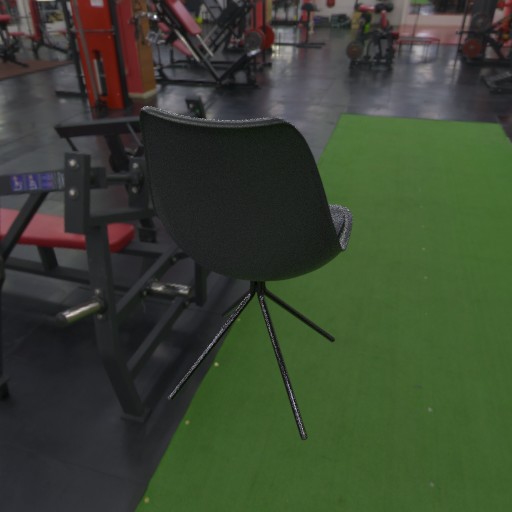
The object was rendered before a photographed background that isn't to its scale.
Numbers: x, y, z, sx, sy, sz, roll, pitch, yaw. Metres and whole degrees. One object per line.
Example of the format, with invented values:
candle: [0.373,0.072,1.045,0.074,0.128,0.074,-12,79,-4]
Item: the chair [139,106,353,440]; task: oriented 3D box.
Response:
chair: [0.000,0.000,1.160,0.461,0.850,0.525,10,33,16]
